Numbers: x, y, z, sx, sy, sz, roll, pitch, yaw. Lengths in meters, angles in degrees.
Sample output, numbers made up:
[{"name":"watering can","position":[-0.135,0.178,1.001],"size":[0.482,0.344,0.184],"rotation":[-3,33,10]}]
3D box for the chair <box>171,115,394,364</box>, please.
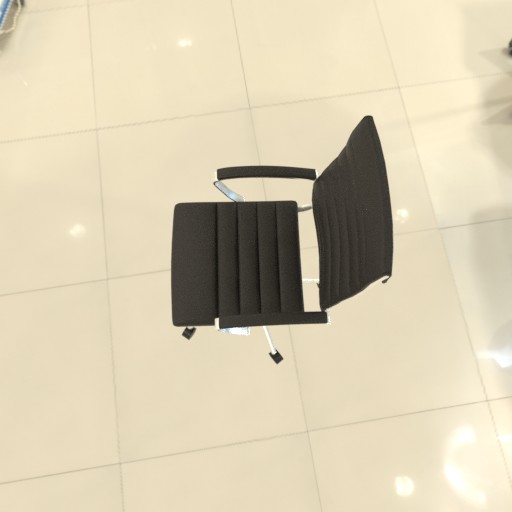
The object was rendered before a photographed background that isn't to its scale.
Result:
[{"name":"chair","position":[0.000,0.000,1.664],"size":[0.739,1.149,0.766],"rotation":[-2,75,-1]}]
